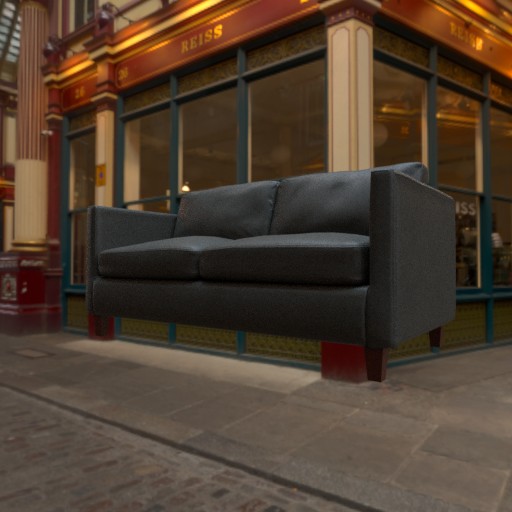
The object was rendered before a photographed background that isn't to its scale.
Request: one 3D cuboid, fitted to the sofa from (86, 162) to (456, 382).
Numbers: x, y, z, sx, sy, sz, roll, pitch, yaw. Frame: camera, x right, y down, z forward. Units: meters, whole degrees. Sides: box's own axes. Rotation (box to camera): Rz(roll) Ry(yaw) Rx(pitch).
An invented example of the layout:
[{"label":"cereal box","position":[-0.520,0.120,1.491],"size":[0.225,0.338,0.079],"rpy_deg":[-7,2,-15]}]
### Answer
[{"label":"sofa","position":[0.000,0.000,2.449],"size":[1.883,0.933,0.951],"rpy_deg":[-1,-1,36]}]
